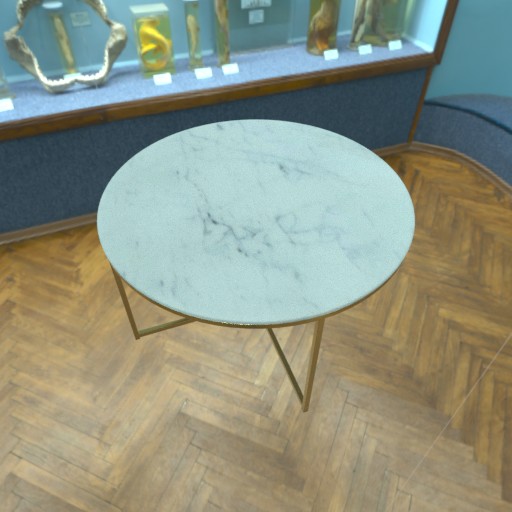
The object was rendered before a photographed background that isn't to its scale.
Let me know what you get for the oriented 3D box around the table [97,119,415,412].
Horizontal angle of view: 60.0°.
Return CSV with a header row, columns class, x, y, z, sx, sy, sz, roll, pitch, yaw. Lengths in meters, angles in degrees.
class,x,y,z,sx,sy,sz,roll,pitch,yaw
table,0.000,0.000,1.306,0.800,0.450,0.800,0,45,0
